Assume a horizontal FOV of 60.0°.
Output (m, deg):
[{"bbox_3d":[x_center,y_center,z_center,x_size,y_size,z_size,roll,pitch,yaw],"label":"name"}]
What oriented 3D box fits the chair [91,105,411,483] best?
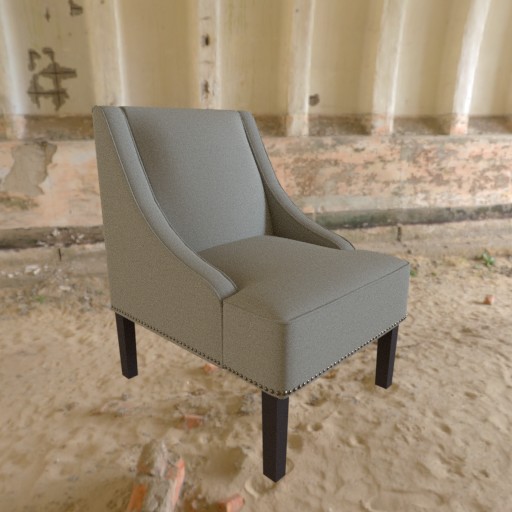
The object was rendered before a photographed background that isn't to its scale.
[{"bbox_3d":[0.000,0.000,1.337,0.737,0.864,0.610,15,22,41],"label":"chair"}]
